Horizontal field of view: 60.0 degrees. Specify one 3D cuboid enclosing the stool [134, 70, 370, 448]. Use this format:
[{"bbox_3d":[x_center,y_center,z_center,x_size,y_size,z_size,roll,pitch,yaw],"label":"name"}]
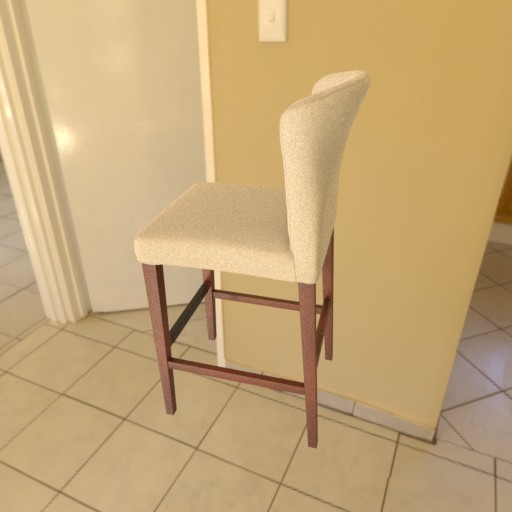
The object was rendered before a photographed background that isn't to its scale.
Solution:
[{"bbox_3d":[0.000,0.000,1.375,0.568,1.069,0.479,7,30,13],"label":"stool"}]
